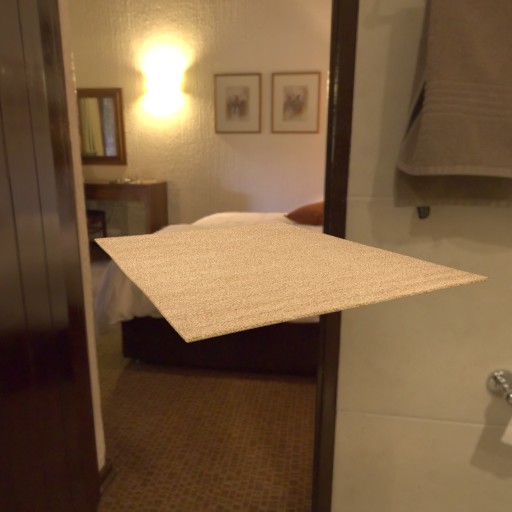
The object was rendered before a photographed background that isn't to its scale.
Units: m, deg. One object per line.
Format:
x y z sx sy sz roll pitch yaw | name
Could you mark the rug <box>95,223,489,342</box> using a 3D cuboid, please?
0.000 0.000 4.098 2.400 0.026 3.000 -7 15 -27 | rug
